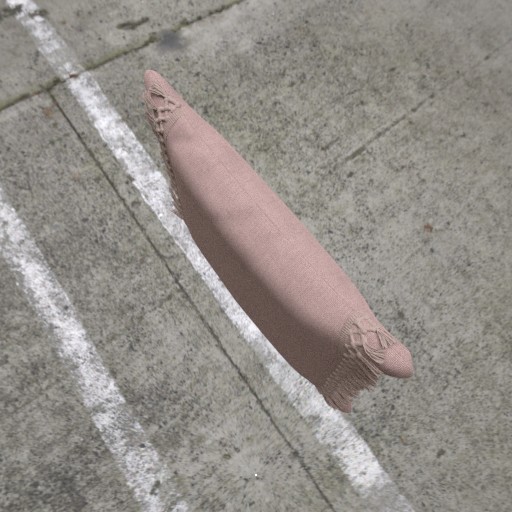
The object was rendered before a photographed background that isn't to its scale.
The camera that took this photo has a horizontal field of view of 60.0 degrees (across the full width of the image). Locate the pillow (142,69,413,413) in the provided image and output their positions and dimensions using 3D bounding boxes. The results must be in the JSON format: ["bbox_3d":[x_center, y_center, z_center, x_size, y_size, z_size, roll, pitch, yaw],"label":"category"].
[{"bbox_3d":[0.000,0.000,0.601,0.084,0.305,0.466,-33,68,-15],"label":"pillow"}]
